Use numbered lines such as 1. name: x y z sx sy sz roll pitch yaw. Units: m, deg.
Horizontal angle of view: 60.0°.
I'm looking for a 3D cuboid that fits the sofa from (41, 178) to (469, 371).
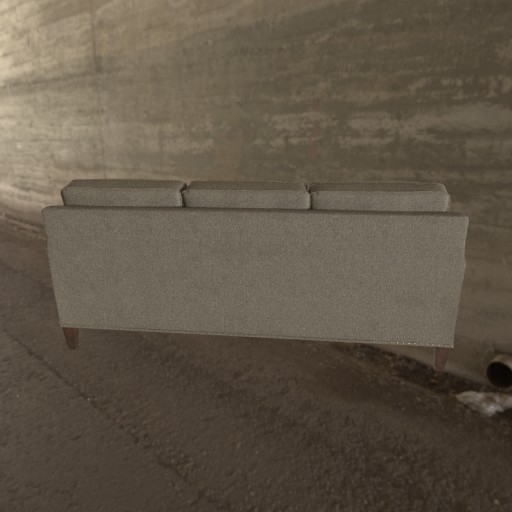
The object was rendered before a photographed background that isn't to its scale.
1. sofa: 0.000 0.000 2.802 2.246 1.003 1.084 2 14 7
